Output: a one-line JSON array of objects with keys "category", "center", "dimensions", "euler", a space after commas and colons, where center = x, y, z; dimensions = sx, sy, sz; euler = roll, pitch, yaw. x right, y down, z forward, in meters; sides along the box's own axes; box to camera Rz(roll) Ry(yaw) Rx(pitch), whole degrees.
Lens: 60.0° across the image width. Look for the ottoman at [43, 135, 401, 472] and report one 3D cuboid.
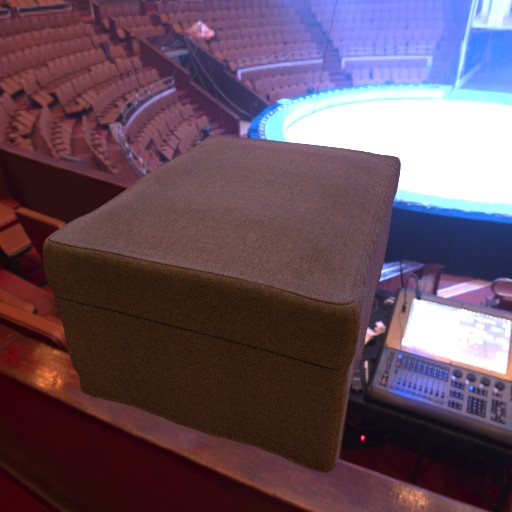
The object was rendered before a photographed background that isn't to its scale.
[{"category": "ottoman", "center": [0.000, 0.000, 1.210], "dimensions": [0.652, 0.492, 0.833], "euler": [11, 33, 17]}]
